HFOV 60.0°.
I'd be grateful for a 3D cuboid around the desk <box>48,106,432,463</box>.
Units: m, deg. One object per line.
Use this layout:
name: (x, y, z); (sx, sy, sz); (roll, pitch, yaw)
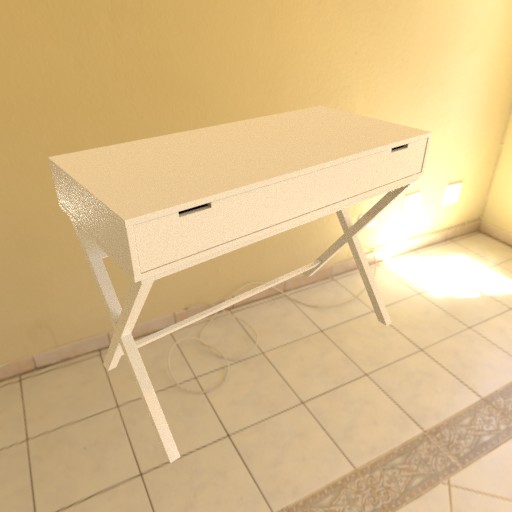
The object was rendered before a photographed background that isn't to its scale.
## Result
desk: (0.000, 0.000, 1.524); (1.059, 0.780, 0.509); (-22, 37, -32)
